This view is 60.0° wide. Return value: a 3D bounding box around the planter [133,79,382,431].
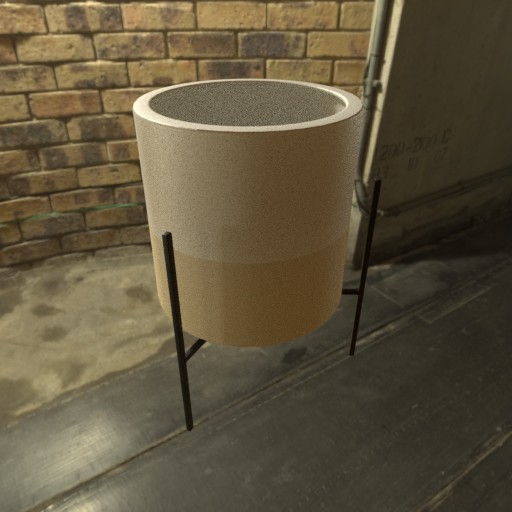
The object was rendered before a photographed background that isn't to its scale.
[{"bbox_3d":[0.000,0.000,0.541,0.263,0.362,0.267,10,33,15],"label":"planter"}]
